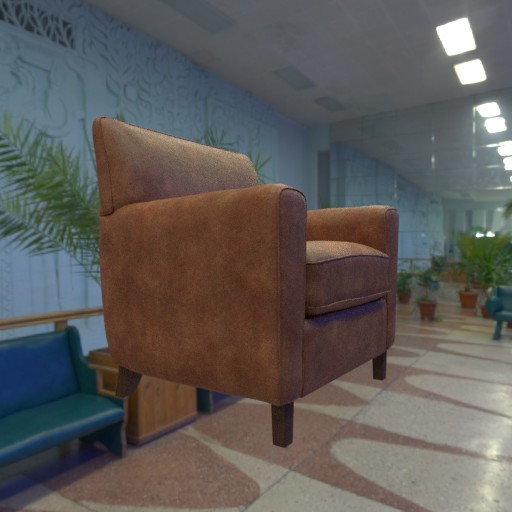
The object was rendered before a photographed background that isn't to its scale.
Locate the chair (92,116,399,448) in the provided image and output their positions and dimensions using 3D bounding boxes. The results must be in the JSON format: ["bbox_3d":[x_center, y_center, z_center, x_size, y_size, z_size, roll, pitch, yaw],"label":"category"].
[{"bbox_3d":[0.000,0.000,1.605,0.823,0.943,0.870,1,2,36],"label":"chair"}]
